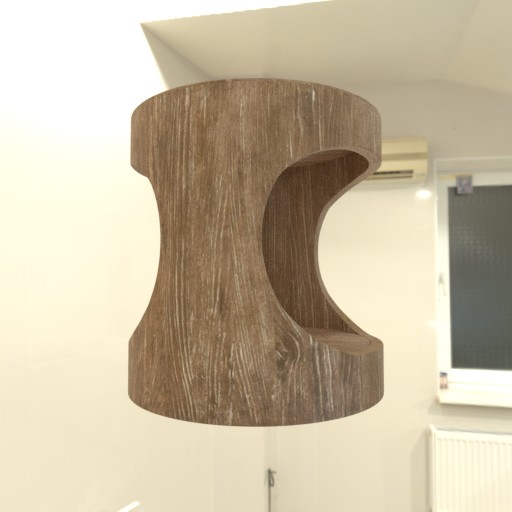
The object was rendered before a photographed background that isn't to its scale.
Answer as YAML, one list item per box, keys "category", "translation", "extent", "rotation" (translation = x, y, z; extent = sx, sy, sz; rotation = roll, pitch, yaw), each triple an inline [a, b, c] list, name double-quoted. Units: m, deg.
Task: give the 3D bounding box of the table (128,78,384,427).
- category: "table"
  translation: [0.000, 0.000, 0.960]
  extent: [0.527, 0.551, 0.527]
  rotation: [0, -2, 0]
